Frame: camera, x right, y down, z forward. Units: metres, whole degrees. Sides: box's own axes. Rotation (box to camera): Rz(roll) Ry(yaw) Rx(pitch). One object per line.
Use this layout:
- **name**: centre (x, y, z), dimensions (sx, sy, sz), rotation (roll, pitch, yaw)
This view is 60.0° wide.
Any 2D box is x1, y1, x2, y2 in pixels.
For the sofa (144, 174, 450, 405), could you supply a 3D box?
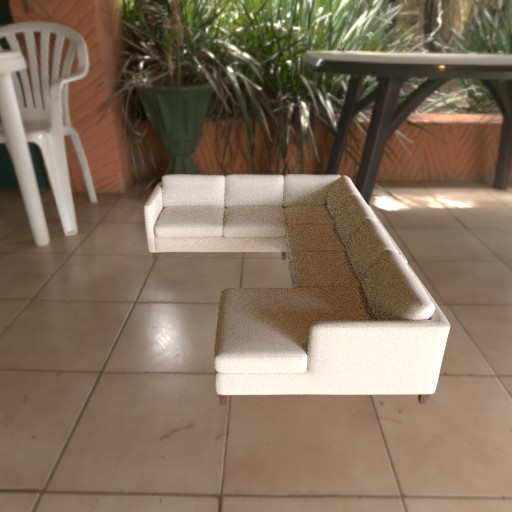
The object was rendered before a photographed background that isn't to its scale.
- **sofa**: centre (0.000, 0.000, 4.408), dimensions (2.551, 0.853, 3.238), rotation (0, 26, 0)
